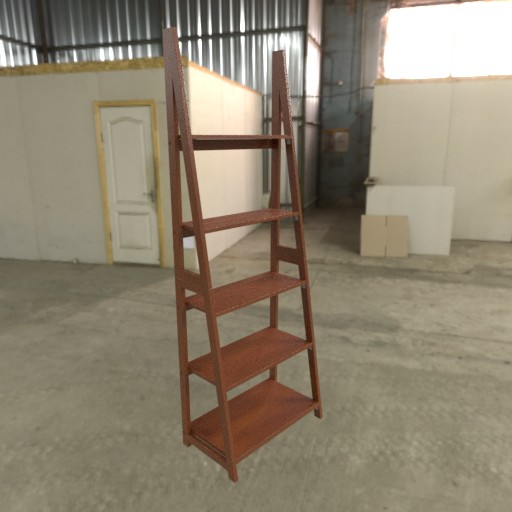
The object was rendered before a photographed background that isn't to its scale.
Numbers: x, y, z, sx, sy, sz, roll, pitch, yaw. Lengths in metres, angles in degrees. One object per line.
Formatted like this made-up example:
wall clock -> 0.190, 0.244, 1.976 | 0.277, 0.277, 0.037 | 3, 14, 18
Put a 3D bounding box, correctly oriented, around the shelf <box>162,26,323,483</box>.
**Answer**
shelf -> 0.000, 0.000, 1.959 | 0.356, 1.780, 0.630 | 14, 20, 42
